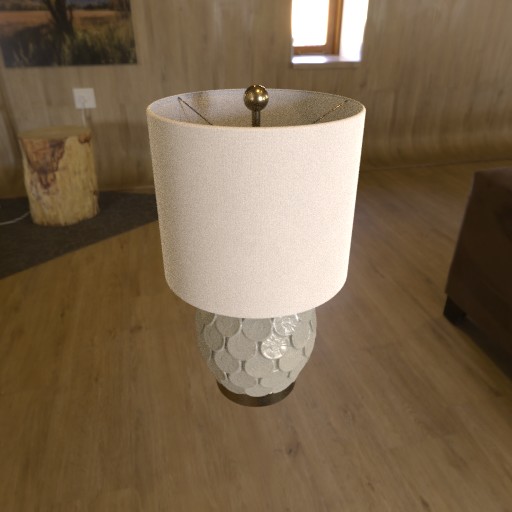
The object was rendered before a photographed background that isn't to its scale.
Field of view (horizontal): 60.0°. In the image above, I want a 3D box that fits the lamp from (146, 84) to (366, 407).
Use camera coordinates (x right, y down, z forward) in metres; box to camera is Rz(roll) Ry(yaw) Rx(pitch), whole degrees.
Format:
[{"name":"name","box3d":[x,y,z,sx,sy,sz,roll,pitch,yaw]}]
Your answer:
[{"name":"lamp","box3d":[0.000,0.000,0.622,0.254,0.452,0.254,0,29,0]}]
